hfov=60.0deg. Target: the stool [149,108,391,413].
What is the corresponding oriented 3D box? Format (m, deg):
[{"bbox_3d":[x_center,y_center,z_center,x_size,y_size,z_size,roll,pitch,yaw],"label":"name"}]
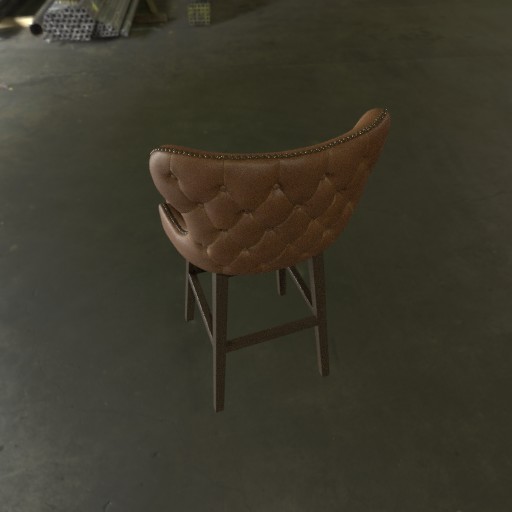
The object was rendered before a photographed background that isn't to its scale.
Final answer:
[{"bbox_3d":[0.000,0.000,1.463,0.591,1.087,0.606,-14,45,-14],"label":"stool"}]
